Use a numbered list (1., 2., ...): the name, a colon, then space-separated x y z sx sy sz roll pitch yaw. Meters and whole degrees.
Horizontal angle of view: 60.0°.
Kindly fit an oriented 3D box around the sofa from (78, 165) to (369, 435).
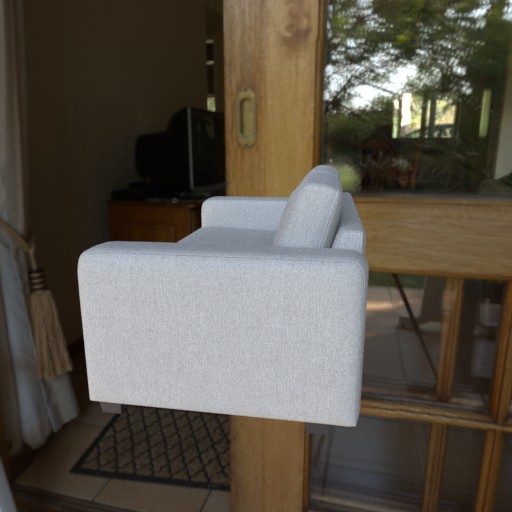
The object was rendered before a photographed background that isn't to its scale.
1. sofa: 0.000 0.000 2.059 0.900 0.800 1.540 2 14 9
